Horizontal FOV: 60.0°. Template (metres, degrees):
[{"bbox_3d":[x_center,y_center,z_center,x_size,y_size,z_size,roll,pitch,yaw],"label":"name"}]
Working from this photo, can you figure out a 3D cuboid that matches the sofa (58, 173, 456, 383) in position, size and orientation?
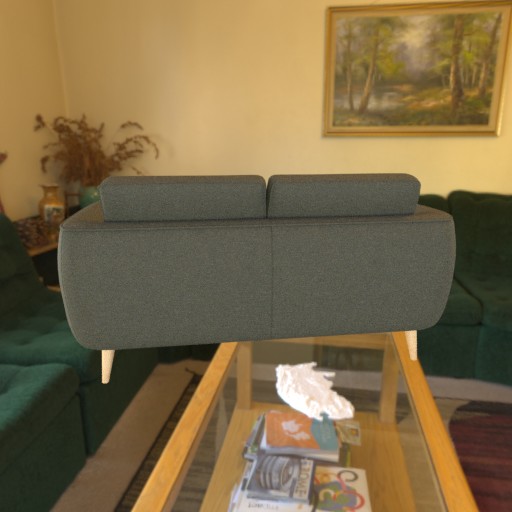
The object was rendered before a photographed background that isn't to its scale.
[{"bbox_3d":[0.000,0.000,2.223,1.700,0.850,0.920,-2,15,-8],"label":"sofa"}]
